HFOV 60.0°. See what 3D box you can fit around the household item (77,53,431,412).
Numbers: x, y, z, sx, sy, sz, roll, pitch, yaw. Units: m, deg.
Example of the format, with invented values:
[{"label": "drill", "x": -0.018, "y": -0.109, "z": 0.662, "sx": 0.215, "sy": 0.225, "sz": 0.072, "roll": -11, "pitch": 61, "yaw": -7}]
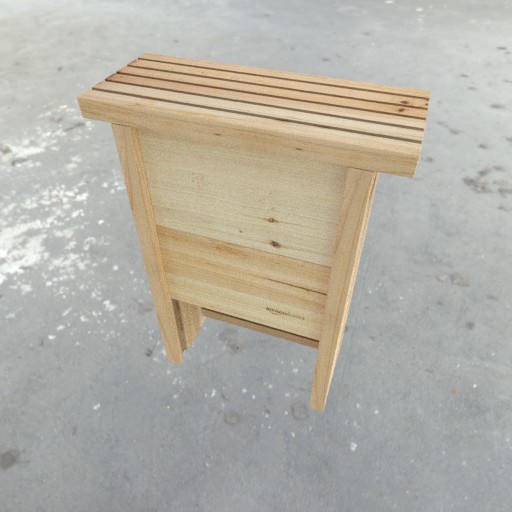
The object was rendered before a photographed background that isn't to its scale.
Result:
[{"label": "household item", "x": 0.000, "y": 0.000, "z": 0.544, "sx": 0.301, "sy": 0.407, "sz": 0.123, "roll": 14, "pitch": 45, "yaw": 14}]
